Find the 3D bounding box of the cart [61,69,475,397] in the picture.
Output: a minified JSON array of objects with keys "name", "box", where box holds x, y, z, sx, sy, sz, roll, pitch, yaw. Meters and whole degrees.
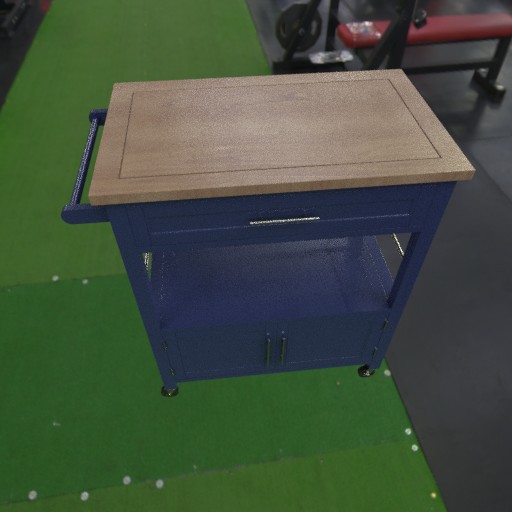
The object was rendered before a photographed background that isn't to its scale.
[{"name":"cart","box":[0.000,0.000,1.344,0.840,0.901,0.459,-5,47,-4]}]
